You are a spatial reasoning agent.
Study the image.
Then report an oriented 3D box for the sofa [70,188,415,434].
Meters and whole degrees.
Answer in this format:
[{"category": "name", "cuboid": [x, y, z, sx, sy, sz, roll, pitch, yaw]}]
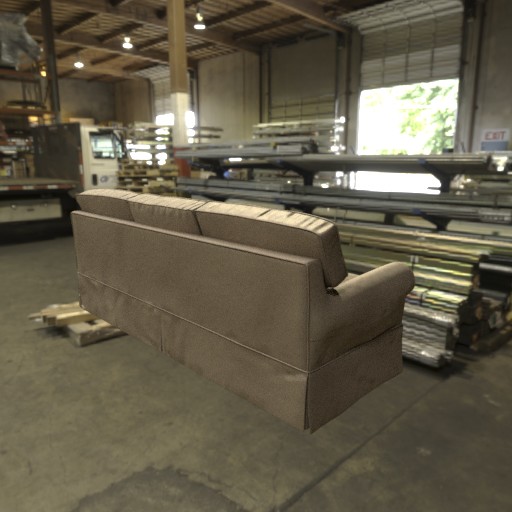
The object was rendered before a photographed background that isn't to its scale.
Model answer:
[{"category": "sofa", "cuboid": [0.000, 0.000, 3.278, 1.733, 0.978, 2.475, -12, 18, -43]}]
